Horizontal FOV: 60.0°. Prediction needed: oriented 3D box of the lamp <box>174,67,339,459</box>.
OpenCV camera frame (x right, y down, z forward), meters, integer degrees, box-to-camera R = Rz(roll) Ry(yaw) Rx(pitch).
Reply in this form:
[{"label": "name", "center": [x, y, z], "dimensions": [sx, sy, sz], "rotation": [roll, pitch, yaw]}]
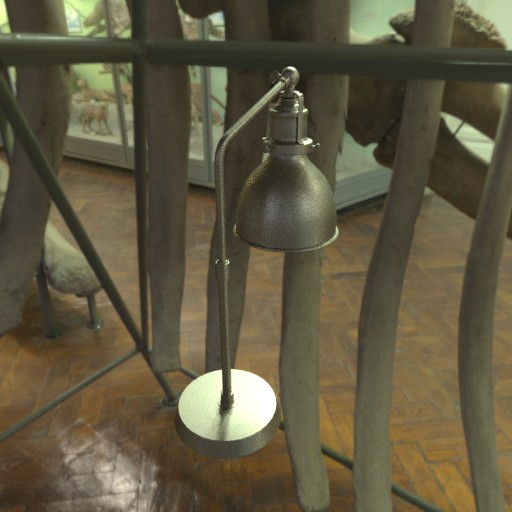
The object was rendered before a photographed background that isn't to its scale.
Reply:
[{"label": "lamp", "center": [0.000, 0.000, 0.587], "dimensions": [0.153, 0.456, 0.286], "rotation": [19, 31, 33]}]
